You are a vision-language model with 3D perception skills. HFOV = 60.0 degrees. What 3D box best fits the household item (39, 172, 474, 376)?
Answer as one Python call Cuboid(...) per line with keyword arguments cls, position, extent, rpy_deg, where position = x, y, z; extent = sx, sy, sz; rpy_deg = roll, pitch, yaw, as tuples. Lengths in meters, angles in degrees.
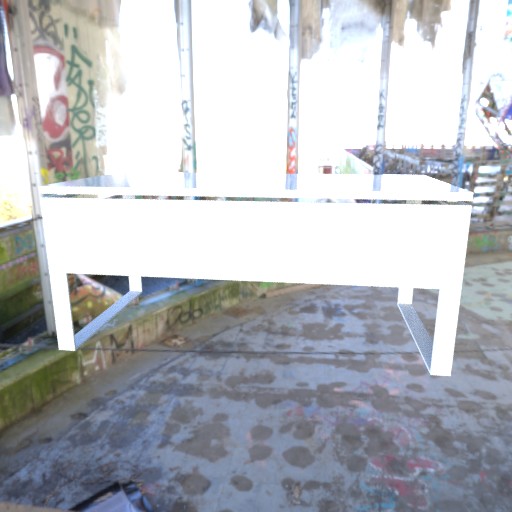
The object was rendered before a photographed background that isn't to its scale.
Cuboid(cls="household item", position=(0.000, 0.000, 2.194), extent=(1.700, 0.745, 0.800), rpy_deg=(2, 15, 8))
